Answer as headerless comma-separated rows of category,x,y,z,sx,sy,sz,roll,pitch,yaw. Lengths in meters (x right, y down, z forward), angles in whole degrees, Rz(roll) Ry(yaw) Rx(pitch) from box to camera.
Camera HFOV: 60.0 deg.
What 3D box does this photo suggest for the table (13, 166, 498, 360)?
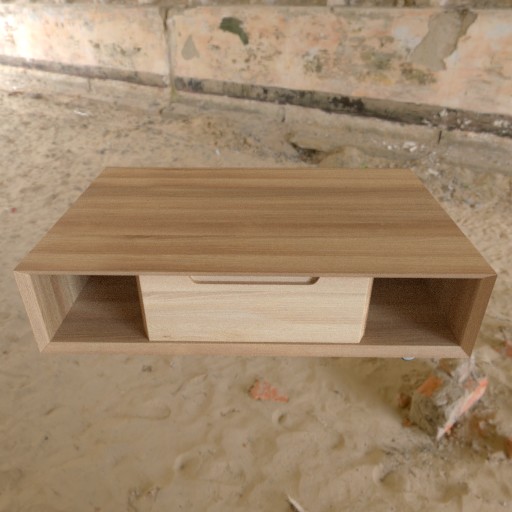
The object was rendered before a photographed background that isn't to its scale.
table,0.000,0.000,1.390,1.100,0.330,0.700,0,31,1
